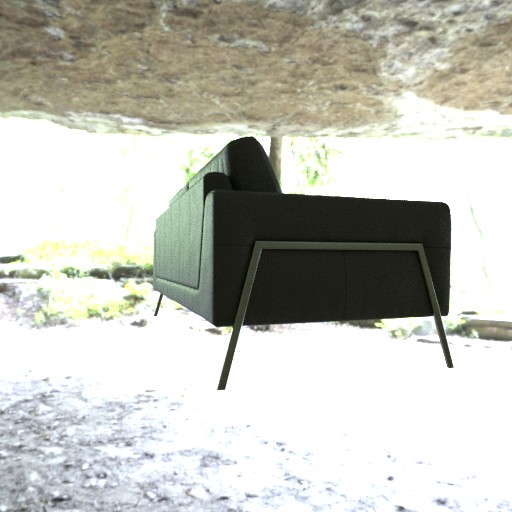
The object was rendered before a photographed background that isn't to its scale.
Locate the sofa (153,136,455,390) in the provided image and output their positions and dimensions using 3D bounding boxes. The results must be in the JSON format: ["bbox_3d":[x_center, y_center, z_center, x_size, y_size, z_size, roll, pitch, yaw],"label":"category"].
[{"bbox_3d":[0.000,0.000,2.498,0.953,0.875,2.017,0,-1,-19],"label":"sofa"}]
